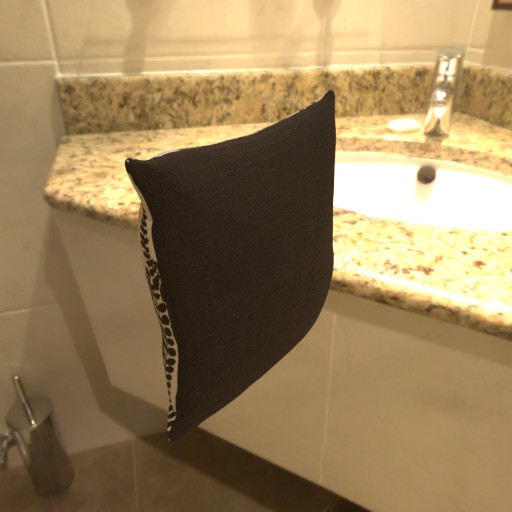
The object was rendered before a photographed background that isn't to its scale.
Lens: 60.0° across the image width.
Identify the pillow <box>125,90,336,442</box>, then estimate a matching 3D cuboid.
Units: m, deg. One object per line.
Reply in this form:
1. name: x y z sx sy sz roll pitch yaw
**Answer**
1. pillow: 0.000 0.000 0.697 0.182 0.441 0.440 21 36 31
